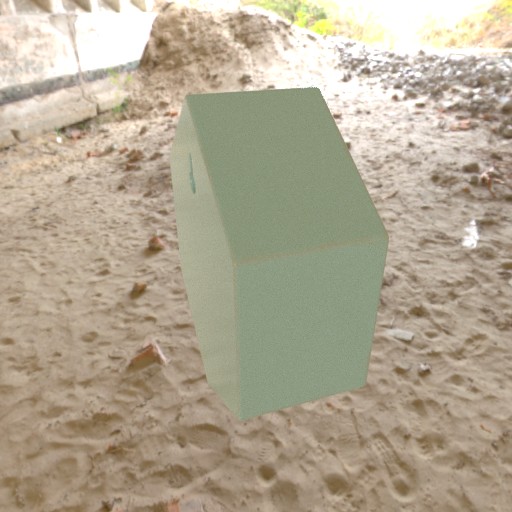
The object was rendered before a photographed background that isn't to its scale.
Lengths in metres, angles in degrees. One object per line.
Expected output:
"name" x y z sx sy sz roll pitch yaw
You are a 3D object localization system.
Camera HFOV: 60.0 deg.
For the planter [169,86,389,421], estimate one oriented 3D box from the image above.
"planter" 0.000 0.000 0.291 0.078 0.207 0.169 -9 31 -16
